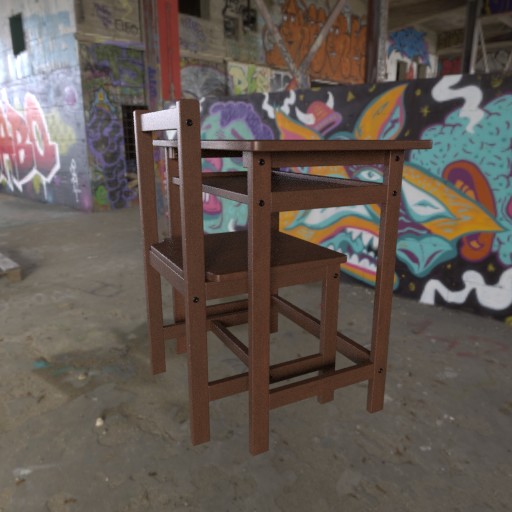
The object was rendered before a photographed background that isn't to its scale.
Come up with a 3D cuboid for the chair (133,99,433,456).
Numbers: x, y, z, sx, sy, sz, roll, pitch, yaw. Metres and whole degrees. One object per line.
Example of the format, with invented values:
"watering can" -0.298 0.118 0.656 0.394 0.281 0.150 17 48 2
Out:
"chair" 0.000 0.000 1.066 0.463 0.673 0.599 -8 17 -27
